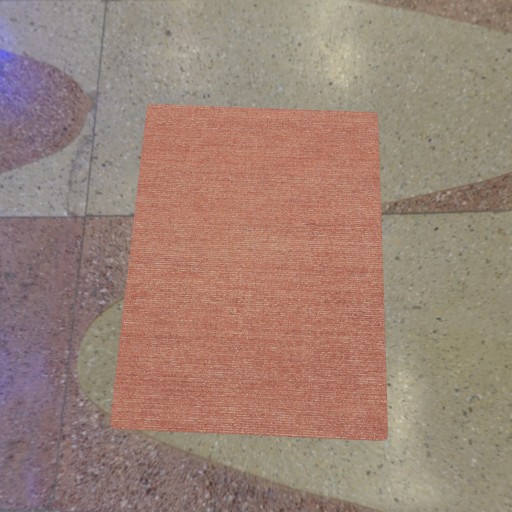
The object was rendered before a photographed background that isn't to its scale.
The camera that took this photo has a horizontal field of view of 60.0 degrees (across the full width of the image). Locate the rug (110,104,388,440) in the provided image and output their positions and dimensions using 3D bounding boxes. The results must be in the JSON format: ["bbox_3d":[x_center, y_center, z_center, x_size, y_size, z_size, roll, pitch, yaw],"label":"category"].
[{"bbox_3d":[0.000,0.000,2.794,1.594,0.009,2.112,2,75,1],"label":"rug"}]
